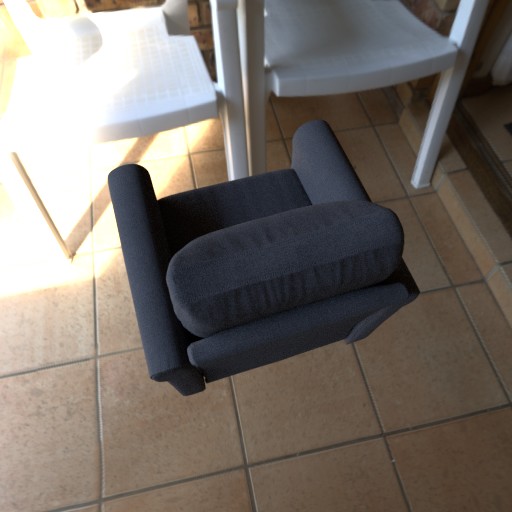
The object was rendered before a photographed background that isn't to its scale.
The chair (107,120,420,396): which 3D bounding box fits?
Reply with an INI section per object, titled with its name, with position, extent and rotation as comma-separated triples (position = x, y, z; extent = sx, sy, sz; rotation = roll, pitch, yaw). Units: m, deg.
[chair]
position = 0.000, 0.000, 1.570
extent = 0.867, 0.942, 0.828
rotation = -16, 61, -9
